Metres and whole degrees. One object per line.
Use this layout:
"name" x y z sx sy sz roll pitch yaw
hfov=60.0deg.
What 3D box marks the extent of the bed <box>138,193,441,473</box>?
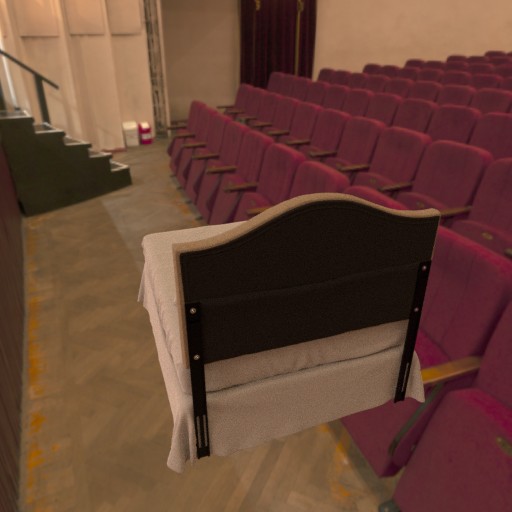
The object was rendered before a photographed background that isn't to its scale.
"bed" 0.000 0.000 3.521 1.876 1.645 2.221 -9 28 -17
